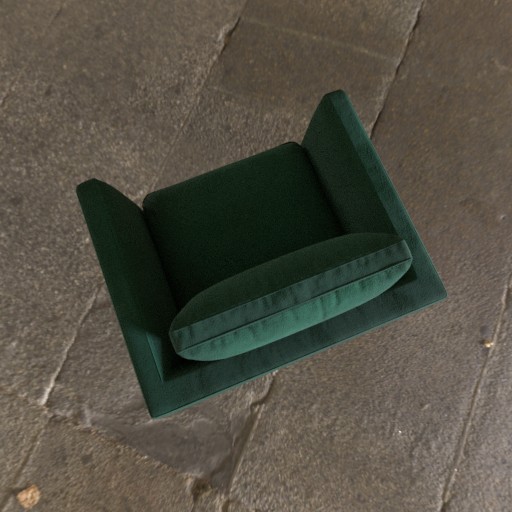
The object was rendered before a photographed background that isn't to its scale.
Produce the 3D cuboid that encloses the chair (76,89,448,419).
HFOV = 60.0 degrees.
[{"bbox_3d":[0.000,0.000,1.745,1.047,0.997,0.852,-21,77,-5],"label":"chair"}]
